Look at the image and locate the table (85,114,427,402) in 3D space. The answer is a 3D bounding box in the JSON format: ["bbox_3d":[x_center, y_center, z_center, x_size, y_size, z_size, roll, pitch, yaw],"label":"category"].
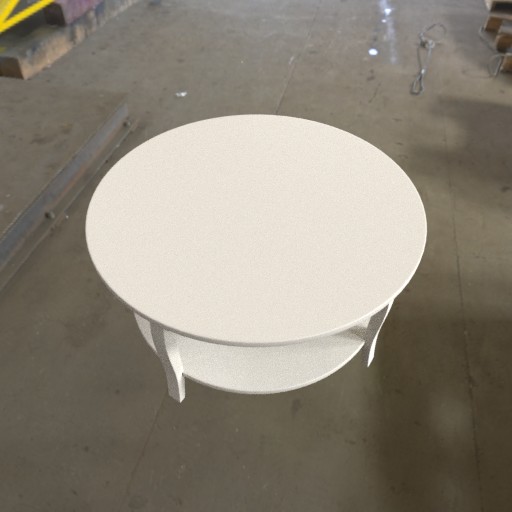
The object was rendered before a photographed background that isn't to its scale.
[{"bbox_3d":[0.000,0.000,1.386,0.910,0.457,0.910,0,47,0],"label":"table"}]
